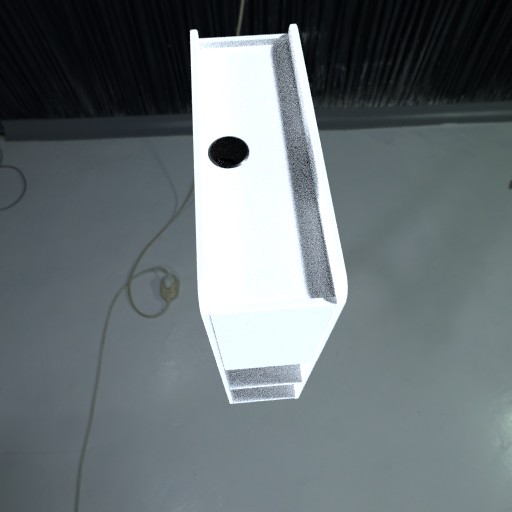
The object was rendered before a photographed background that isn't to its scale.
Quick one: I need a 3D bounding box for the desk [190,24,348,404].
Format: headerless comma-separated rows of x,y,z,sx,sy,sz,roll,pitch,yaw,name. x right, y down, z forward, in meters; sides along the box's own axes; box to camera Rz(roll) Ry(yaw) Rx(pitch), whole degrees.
0.000,0.000,1.514,0.278,1.190,0.795,-4,63,-2,desk
